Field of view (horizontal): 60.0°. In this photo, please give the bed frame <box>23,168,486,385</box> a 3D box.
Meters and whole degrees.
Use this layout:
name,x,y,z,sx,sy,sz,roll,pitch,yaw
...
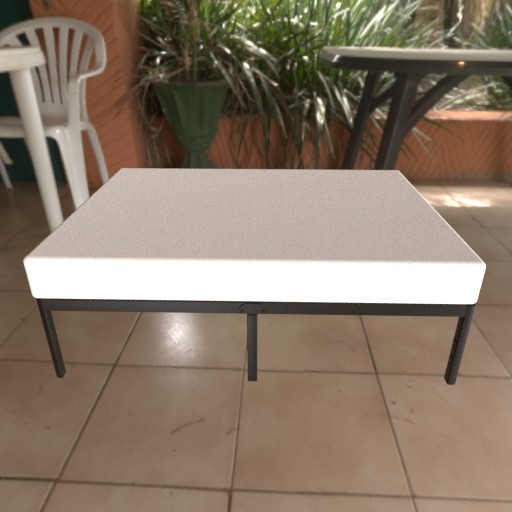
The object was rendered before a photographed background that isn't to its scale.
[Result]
name,x,y,z,sx,sy,sz,roll,pitch,yaw
bed frame,0.000,0.000,2.616,1.956,0.659,1.408,1,27,1
